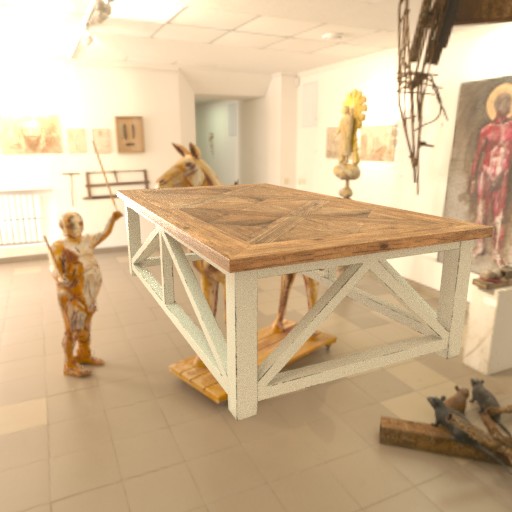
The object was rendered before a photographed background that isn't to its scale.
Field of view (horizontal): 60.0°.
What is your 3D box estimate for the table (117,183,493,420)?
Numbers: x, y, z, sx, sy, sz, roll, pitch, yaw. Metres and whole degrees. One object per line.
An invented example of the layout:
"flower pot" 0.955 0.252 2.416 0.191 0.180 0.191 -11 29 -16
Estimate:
"table" 0.000 0.000 1.733 0.800 0.410 1.400 -7 16 -25
